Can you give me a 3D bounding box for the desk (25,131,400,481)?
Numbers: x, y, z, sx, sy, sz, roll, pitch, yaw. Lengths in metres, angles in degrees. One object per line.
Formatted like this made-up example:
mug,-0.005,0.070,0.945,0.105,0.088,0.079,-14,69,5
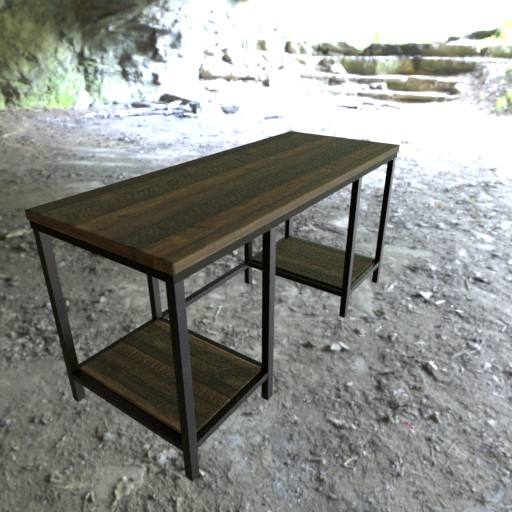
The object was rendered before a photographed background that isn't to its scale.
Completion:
desk,0.000,0.000,1.902,0.617,0.753,1.538,17,31,31
